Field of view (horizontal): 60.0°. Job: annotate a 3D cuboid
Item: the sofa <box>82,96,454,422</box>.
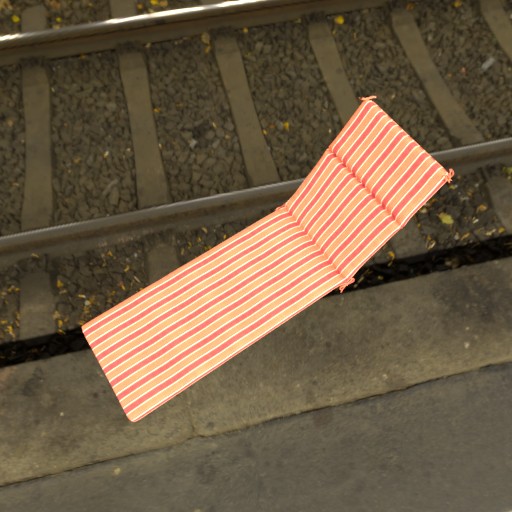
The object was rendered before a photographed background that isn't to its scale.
[{"bbox_3d":[0.000,0.000,1.980,1.663,0.622,0.582,-32,69,-14],"label":"sofa"}]
